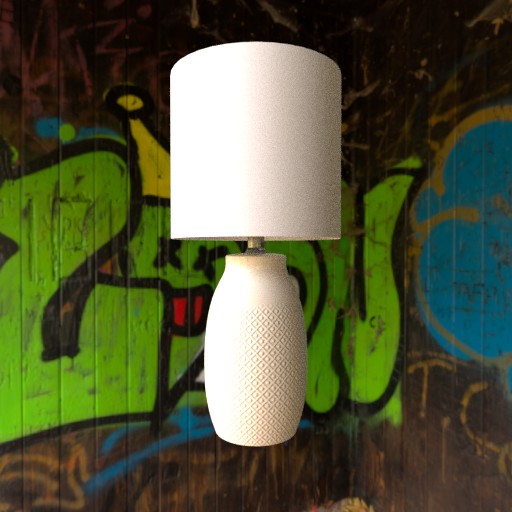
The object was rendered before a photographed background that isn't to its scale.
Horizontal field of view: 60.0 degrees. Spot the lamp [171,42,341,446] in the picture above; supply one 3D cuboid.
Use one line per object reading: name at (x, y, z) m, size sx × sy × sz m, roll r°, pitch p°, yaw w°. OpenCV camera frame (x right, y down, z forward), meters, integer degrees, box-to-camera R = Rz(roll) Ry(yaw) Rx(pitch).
lamp at (0.000, 0.000, 0.576) m, size 0.217 × 0.453 × 0.217 m, roll 1°, pitch 1°, yaw 35°
